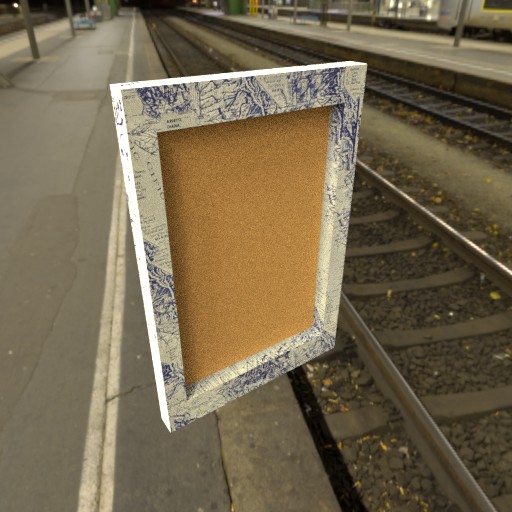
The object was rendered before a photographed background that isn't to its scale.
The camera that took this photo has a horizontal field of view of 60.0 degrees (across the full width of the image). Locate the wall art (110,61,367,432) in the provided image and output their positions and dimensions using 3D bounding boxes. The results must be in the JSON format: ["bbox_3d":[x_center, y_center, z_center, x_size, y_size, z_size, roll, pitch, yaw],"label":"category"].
[{"bbox_3d":[0.000,0.000,0.487,0.255,0.376,0.025,-19,35,-29],"label":"wall art"}]
